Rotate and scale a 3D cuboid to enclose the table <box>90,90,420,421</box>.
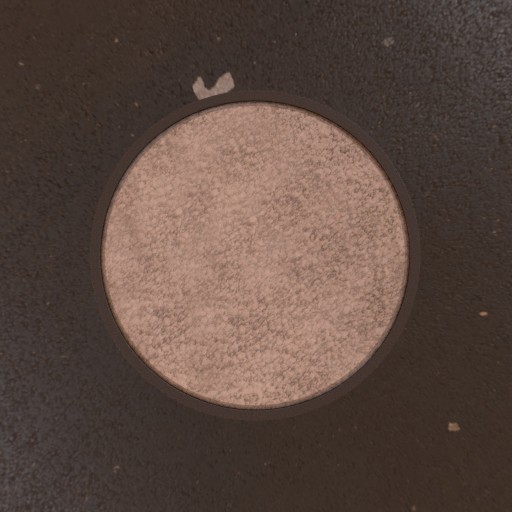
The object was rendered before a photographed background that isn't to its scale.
[{"bbox_3d":[0.000,0.000,0.878,0.470,0.498,0.470,0,90,0],"label":"table"}]
